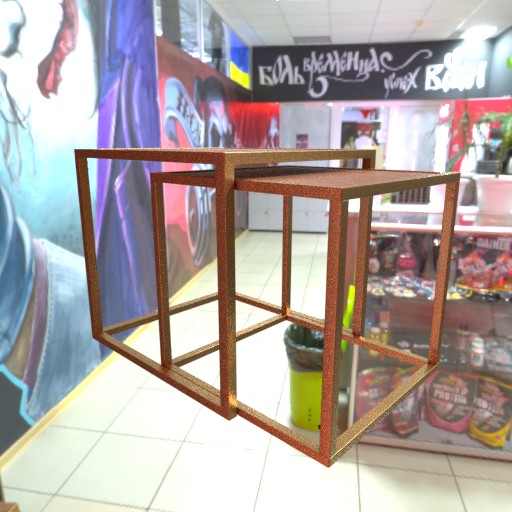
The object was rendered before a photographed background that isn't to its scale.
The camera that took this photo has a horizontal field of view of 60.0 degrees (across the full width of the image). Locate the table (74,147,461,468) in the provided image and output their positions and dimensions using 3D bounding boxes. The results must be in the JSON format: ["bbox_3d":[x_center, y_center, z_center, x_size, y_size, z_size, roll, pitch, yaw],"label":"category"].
[{"bbox_3d":[0.000,0.000,1.078,0.762,0.505,0.505,13,19,42],"label":"table"}]
